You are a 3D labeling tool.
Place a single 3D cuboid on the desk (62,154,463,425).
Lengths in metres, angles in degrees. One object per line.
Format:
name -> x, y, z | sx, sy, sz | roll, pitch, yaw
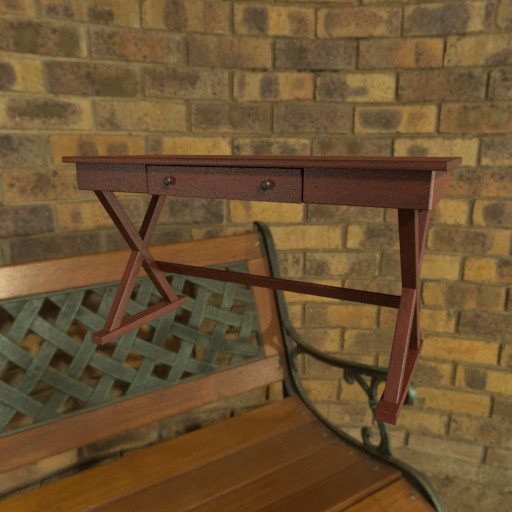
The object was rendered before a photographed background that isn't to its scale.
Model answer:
desk -> 0.000, 0.000, 1.741 | 1.372, 0.761, 0.600 | 7, 15, 27
